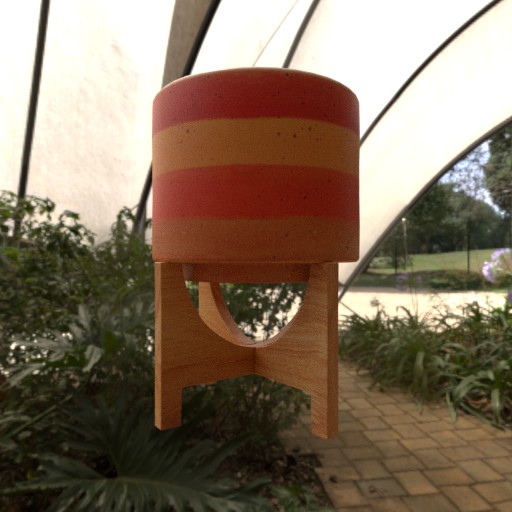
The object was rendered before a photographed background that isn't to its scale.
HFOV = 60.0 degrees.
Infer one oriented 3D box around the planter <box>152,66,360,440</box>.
[{"bbox_3d":[0.000,0.000,0.566,0.269,0.379,0.269,0,0,0],"label":"planter"}]
